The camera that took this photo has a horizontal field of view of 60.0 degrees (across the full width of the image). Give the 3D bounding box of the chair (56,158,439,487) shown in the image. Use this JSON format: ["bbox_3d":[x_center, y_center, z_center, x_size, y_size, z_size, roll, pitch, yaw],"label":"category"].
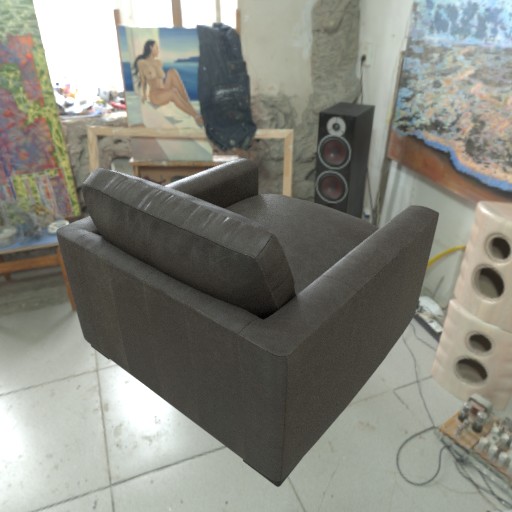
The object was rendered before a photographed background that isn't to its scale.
[{"bbox_3d":[0.000,0.000,1.784,1.106,0.807,1.080,23,38,33],"label":"chair"}]
